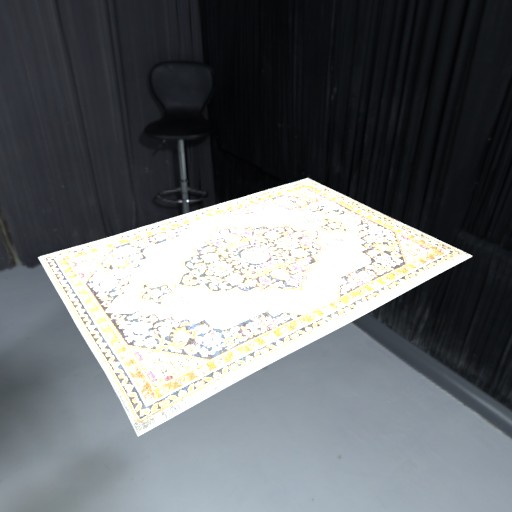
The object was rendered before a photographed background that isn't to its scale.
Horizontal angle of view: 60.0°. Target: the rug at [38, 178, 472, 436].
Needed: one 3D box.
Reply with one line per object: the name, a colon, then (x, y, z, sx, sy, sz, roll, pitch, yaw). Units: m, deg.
rug: (0.000, 0.000, 3.610, 2.901, 0.026, 2.043, -21, 38, -29)
